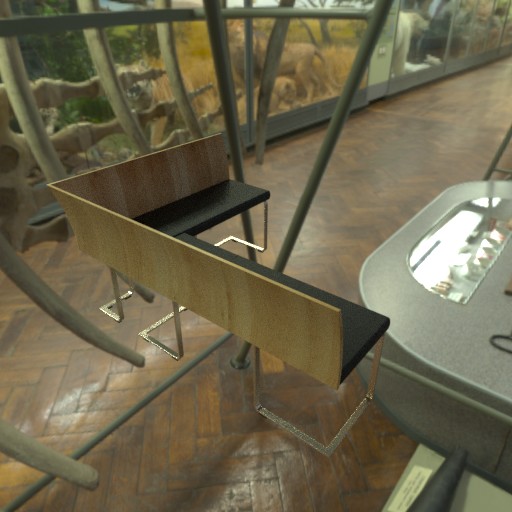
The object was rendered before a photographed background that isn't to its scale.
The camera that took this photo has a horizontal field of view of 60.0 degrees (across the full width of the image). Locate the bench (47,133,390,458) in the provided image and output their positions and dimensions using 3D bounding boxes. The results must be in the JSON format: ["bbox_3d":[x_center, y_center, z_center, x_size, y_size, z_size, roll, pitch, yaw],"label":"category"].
[{"bbox_3d":[0.000,0.000,2.799,1.945,0.930,1.495,22,37,33],"label":"bench"}]
